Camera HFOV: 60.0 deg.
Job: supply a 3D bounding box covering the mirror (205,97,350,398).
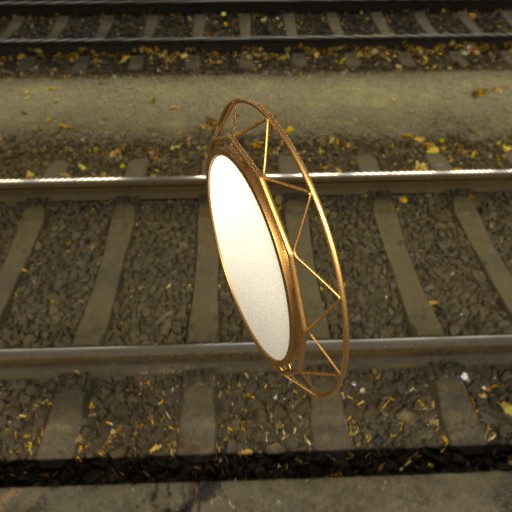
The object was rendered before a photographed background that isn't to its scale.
[{"bbox_3d":[0.000,0.000,0.674,0.043,0.454,0.454,-17,48,-16],"label":"mirror"}]
